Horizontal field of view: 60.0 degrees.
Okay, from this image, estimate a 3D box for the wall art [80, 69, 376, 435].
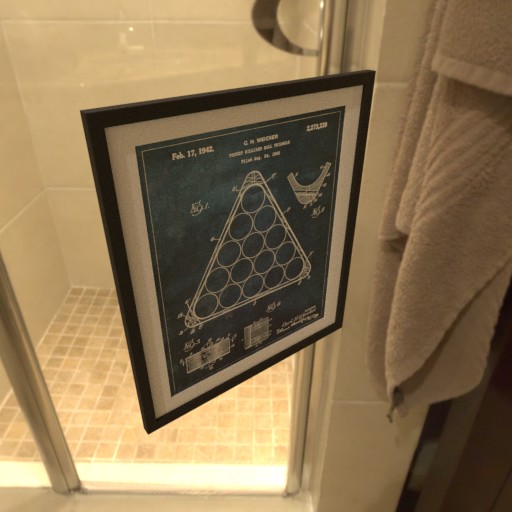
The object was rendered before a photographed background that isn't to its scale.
[{"bbox_3d":[0.000,0.000,1.191,0.755,0.863,0.028,-21,37,-31],"label":"wall art"}]
